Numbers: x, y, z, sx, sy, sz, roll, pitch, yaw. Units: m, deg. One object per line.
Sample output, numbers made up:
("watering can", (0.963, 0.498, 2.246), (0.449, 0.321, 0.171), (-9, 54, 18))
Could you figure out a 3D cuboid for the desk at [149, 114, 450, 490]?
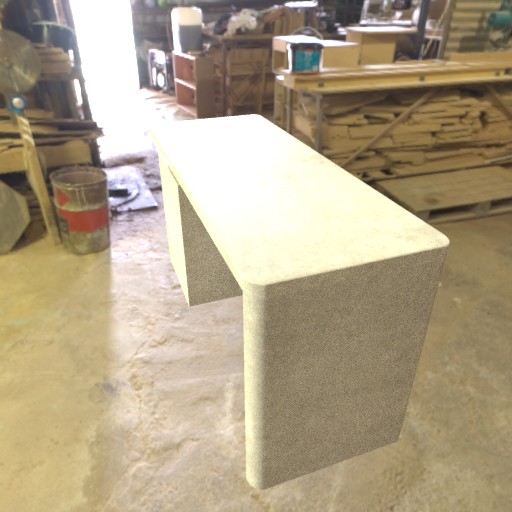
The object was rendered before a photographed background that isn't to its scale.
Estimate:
("desk", (0.000, 0.000, 1.771), (0.550, 0.755, 1.400), (-11, 33, -17))
